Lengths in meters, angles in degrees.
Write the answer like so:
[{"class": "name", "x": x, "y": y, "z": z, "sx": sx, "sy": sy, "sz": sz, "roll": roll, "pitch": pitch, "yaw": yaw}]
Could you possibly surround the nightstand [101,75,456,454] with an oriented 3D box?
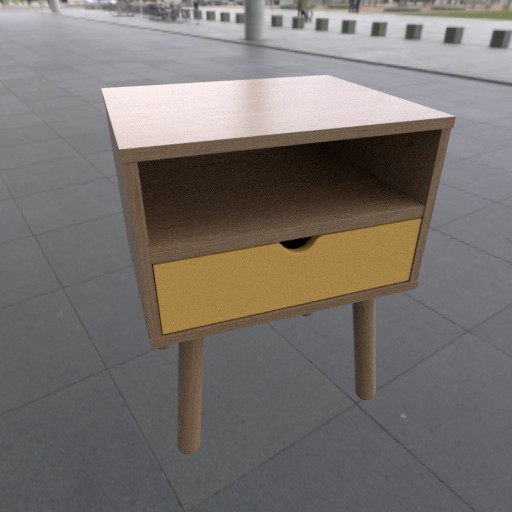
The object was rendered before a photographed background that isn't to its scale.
[{"class": "nightstand", "x": 0.000, "y": 0.000, "z": 0.845, "sx": 0.450, "sy": 0.571, "sz": 0.380, "roll": -10, "pitch": 32, "yaw": -17}]
